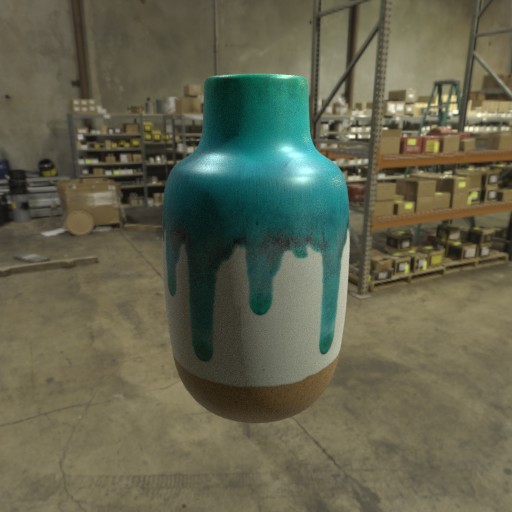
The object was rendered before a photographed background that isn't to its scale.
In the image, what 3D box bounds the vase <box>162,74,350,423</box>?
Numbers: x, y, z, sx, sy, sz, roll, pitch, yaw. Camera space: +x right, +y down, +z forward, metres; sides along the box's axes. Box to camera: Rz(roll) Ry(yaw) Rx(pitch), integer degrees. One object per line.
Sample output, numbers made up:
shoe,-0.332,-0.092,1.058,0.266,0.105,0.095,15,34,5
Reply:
vase,0.000,0.000,0.256,0.106,0.192,0.106,0,17,0
